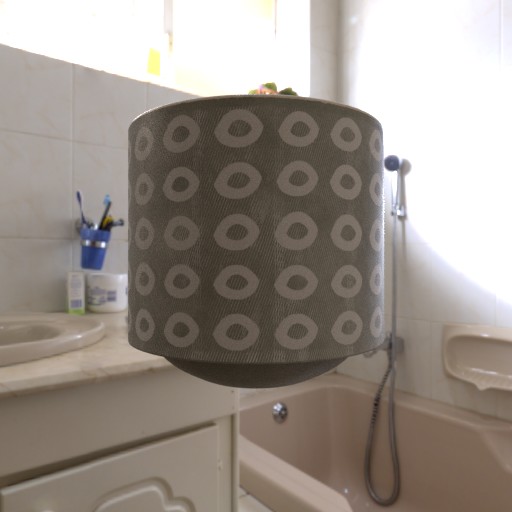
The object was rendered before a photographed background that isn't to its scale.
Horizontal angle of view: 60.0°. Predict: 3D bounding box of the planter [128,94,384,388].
[{"bbox_3d":[0.000,0.000,0.342,0.190,0.181,0.190,0,0,0],"label":"planter"}]
